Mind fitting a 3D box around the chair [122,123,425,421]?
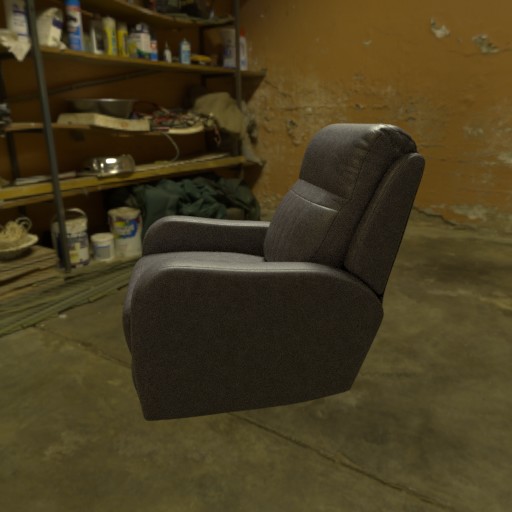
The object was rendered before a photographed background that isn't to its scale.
[{"bbox_3d":[0.000,0.000,1.859,1.067,1.067,0.865,-3,18,-10],"label":"chair"}]
